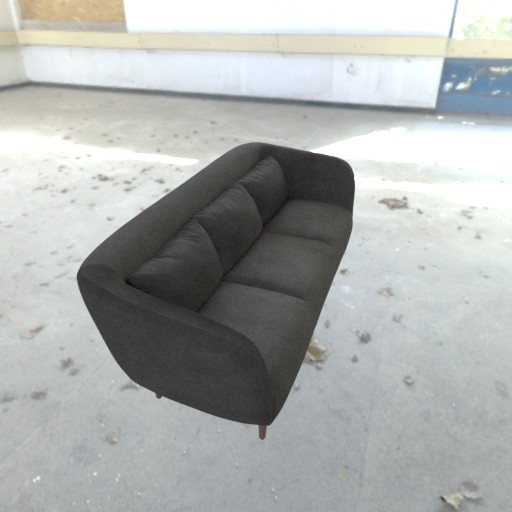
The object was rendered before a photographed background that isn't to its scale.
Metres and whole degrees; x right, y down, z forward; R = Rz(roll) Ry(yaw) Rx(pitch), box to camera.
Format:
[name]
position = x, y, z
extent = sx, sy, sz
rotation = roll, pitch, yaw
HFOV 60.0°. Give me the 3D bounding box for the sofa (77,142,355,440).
[sofa]
position = 0.000, 0.000, 2.757
extent = 0.956, 0.875, 2.296
rotation = 10, 32, 17
